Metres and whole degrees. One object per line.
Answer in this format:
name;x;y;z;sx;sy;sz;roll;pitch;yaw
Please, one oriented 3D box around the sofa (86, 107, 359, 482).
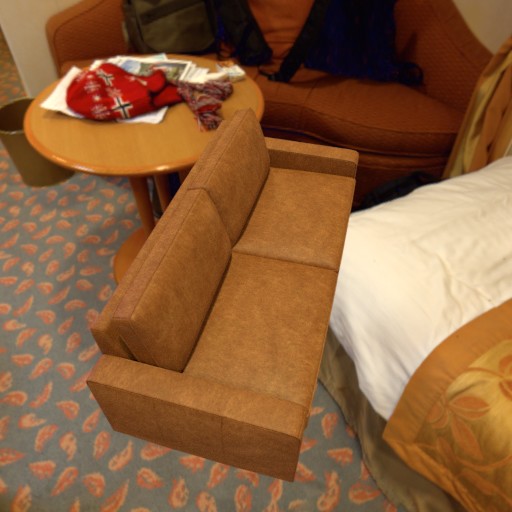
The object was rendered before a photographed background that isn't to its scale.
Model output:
sofa;0.000;0.000;2.639;0.991;0.928;2.156;11;48;10
